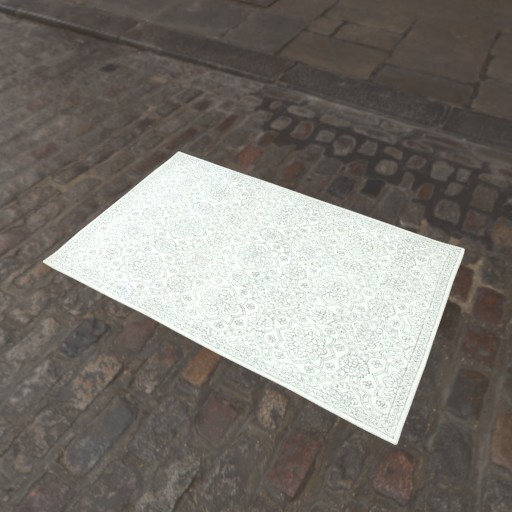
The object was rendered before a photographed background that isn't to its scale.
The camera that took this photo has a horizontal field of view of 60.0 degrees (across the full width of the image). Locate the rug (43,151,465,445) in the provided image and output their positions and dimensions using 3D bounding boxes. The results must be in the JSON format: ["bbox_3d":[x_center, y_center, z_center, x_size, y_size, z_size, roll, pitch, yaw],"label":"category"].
[{"bbox_3d":[0.000,0.000,2.998,2.434,0.023,1.518,23,51,20],"label":"rug"}]
